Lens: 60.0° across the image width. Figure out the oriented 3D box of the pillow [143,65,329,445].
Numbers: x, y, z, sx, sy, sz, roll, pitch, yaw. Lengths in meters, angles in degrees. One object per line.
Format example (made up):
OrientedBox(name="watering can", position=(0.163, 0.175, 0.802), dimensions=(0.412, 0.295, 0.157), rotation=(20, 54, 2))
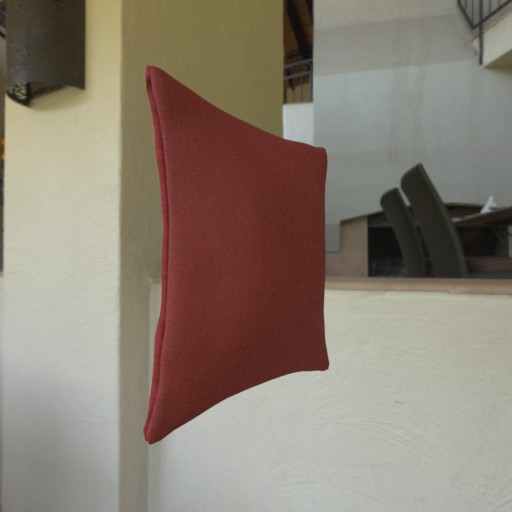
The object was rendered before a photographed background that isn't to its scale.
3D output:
OrientedBox(name="pillow", position=(0.000, 0.000, 0.661), dimensions=(0.151, 0.416, 0.435), rotation=(-1, -1, 35))
